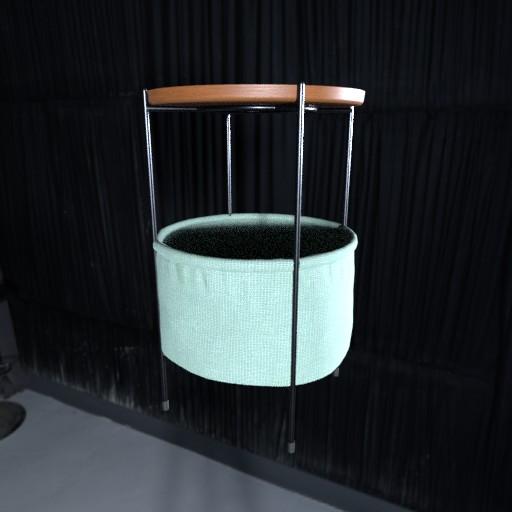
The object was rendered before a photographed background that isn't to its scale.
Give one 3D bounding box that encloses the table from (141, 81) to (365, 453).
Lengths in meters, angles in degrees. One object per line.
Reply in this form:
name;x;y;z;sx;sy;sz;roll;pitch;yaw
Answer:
table;0.000;0.000;0.892;0.400;0.623;0.400;8;18;25
